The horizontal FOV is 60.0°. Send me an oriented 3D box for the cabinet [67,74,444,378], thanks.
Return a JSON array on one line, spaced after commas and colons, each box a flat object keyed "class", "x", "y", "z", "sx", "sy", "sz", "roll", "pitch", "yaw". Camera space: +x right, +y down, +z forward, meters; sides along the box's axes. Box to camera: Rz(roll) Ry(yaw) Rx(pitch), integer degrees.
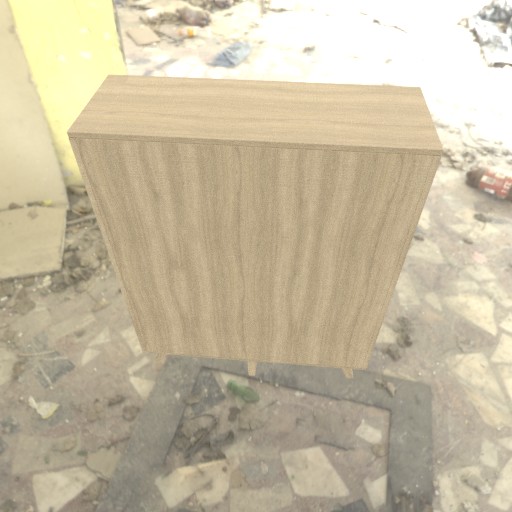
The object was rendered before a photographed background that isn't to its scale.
[{"class": "cabinet", "x": 0.000, "y": 0.000, "z": 1.936, "sx": 1.111, "sy": 1.388, "sz": 0.398, "roll": 4, "pitch": 46, "yaw": 4}]
